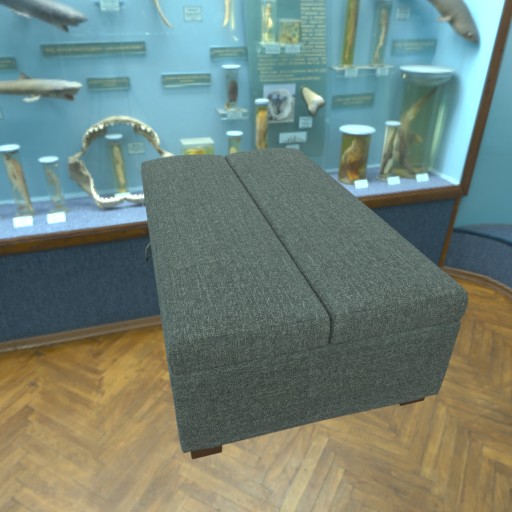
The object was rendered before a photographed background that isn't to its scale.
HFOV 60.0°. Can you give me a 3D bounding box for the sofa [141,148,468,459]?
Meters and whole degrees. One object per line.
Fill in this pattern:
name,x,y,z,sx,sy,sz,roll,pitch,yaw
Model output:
sofa,0.000,0.000,1.575,0.782,0.417,1.198,-8,31,-13
